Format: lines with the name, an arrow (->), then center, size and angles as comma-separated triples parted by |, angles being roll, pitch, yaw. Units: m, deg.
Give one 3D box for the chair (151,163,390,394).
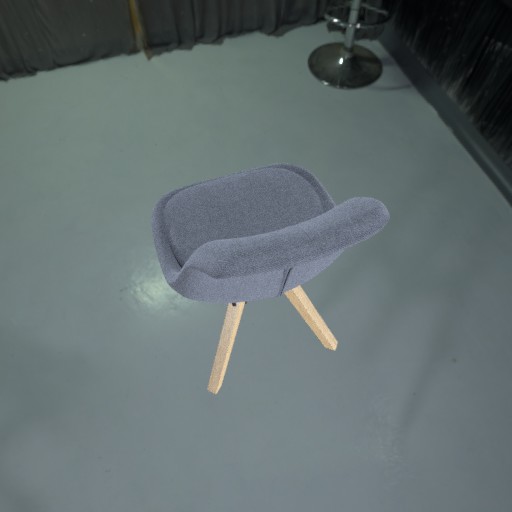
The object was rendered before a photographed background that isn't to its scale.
chair -> 0.000, 0.000, 1.171 | 0.485, 0.850, 0.550 | -17, 59, -11
